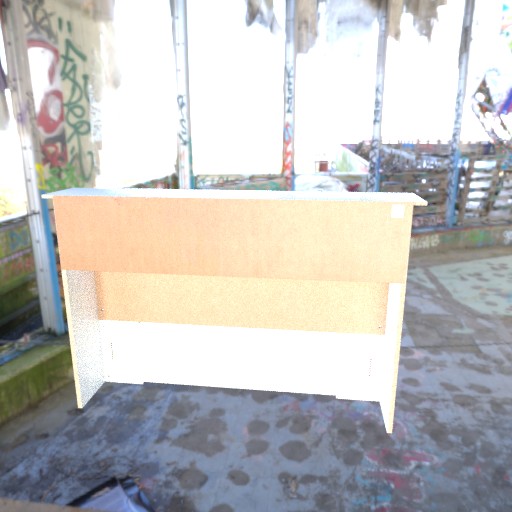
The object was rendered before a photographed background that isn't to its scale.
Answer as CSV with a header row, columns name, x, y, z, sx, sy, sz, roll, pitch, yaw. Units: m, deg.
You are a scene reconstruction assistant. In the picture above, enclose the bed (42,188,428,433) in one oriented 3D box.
name,x,y,z,sx,sy,sz,roll,pitch,yaw
bed,0.000,0.000,3.053,1.671,1.092,2.133,2,15,7
